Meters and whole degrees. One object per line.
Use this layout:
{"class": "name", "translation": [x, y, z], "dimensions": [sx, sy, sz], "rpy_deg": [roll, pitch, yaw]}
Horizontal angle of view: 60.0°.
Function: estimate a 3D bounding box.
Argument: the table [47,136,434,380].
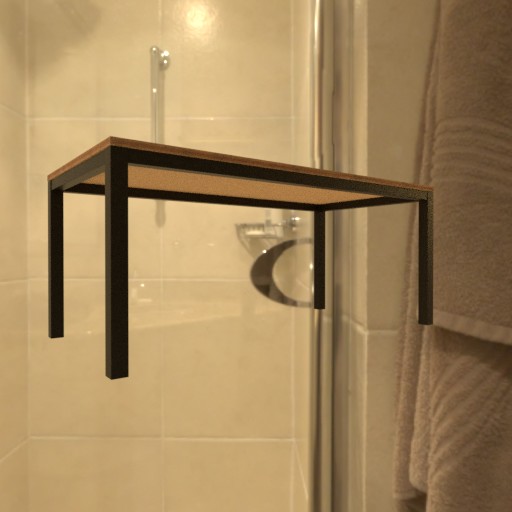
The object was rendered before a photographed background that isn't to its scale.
{"class": "table", "translation": [0.000, 0.000, 2.289], "dimensions": [1.805, 0.767, 0.893], "rpy_deg": [0, 1, -37]}
